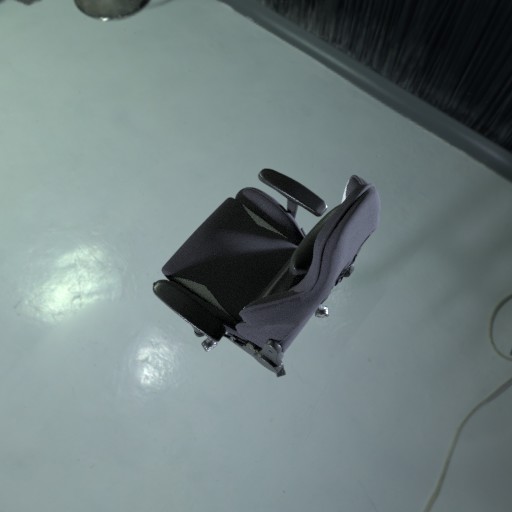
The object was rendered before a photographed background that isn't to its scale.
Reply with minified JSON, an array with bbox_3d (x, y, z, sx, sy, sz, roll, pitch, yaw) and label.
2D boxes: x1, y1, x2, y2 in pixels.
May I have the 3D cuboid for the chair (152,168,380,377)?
[{"bbox_3d":[0.000,0.000,1.725,0.695,1.300,0.730,35,70,15],"label":"chair"}]
